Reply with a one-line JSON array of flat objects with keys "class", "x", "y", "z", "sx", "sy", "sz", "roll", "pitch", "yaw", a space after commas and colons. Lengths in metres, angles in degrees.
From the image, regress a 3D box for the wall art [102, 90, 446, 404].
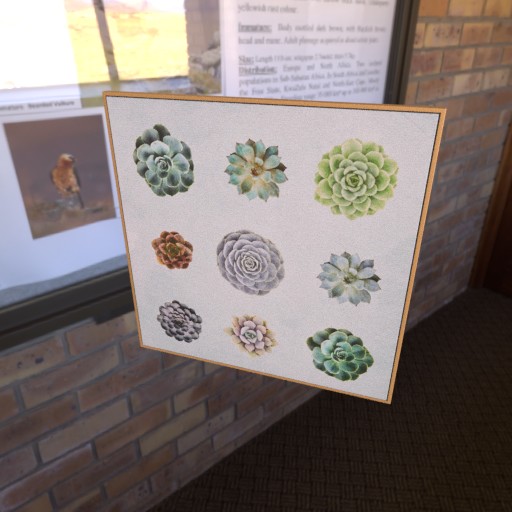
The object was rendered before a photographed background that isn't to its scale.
[{"class": "wall art", "x": 0.000, "y": 0.000, "z": 0.674, "sx": 0.457, "sy": 0.455, "sz": 0.013, "roll": 9, "pitch": 29, "yaw": 16}]
